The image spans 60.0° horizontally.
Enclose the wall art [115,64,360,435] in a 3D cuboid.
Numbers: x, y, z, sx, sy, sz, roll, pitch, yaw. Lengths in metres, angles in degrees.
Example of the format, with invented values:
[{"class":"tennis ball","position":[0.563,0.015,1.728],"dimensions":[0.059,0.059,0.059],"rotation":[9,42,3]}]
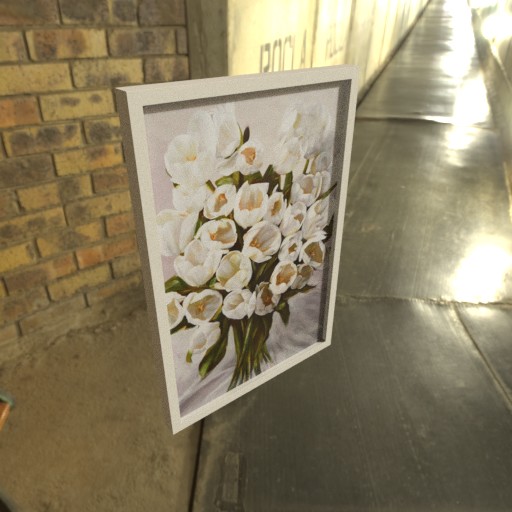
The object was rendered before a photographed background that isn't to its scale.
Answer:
[{"class":"wall art","position":[0.000,0.000,0.864],"dimensions":[0.450,0.657,0.038],"rotation":[-21,35,-32]}]
